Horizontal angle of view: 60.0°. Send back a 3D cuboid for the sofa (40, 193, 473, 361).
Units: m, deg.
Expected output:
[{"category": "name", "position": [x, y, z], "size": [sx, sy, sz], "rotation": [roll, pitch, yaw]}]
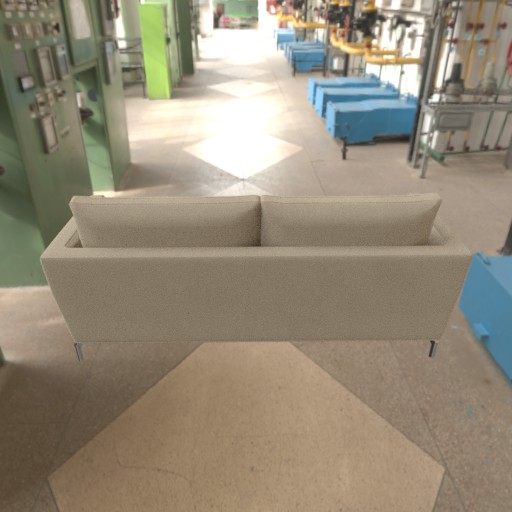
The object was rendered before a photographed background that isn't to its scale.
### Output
[{"category": "sofa", "position": [0.000, 0.000, 2.727], "size": [2.214, 1.005, 0.868], "rotation": [0, 30, -1]}]
